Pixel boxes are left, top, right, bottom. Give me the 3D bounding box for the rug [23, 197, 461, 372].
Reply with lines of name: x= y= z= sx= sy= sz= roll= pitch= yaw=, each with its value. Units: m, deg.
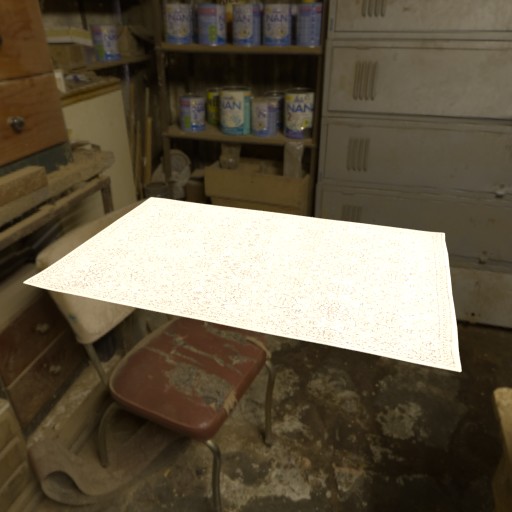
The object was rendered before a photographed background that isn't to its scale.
rug: x=0.000 y=0.000 z=2.945 sx=2.434 sy=0.023 sz=1.518 roll=9 pitch=30 yaw=16
